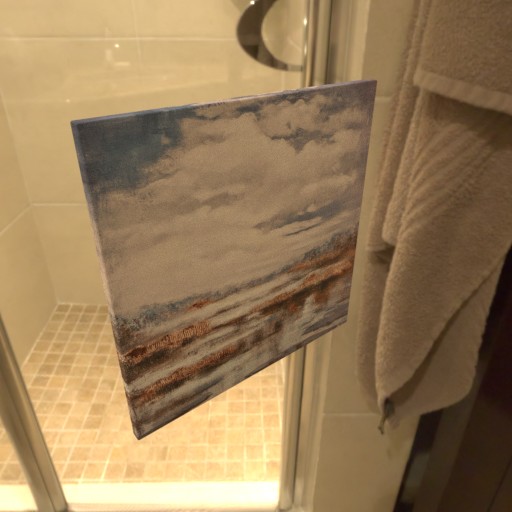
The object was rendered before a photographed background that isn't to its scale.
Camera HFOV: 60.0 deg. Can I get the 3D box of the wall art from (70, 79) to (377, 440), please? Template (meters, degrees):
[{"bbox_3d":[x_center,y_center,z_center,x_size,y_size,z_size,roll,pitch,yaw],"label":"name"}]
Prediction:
[{"bbox_3d":[0.000,0.000,1.302,0.888,0.897,0.035,-21,36,-33],"label":"wall art"}]
